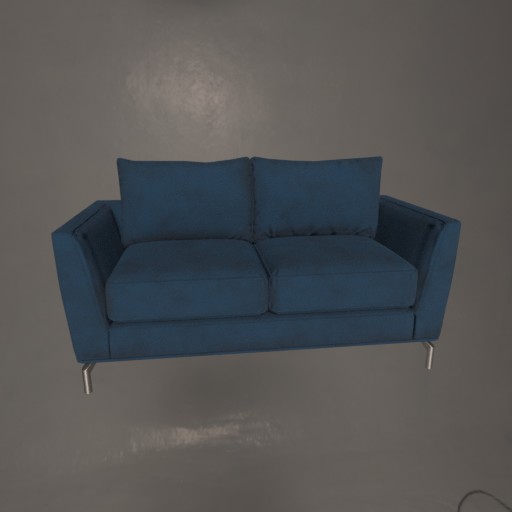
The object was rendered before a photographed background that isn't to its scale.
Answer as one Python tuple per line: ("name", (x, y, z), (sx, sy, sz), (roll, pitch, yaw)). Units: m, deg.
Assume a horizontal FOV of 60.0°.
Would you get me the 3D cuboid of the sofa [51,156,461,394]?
("sofa", (0.000, 0.000, 2.341), (1.770, 1.002, 0.853), (-2, 16, -7))
